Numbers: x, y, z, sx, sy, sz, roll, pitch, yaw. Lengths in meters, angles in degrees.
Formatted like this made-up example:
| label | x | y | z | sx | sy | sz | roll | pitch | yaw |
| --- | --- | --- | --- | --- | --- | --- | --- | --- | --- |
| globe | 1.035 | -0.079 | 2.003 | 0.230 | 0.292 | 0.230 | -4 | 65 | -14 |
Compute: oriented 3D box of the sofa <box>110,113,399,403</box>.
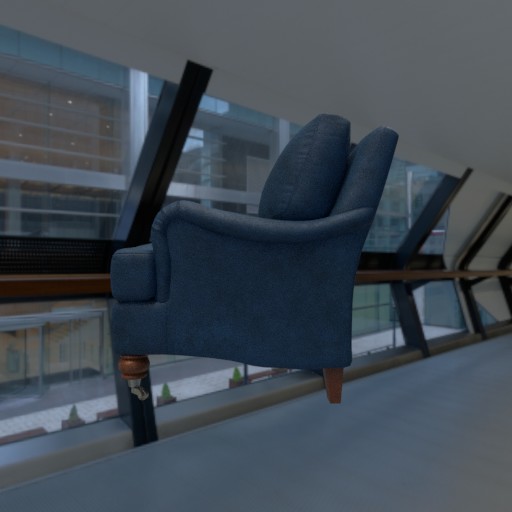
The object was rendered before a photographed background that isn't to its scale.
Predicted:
| label | x | y | z | sx | sy | sz | roll | pitch | yaw |
| --- | --- | --- | --- | --- | --- | --- | --- | --- | --- |
| sofa | 0.000 | 0.000 | 2.506 | 1.084 | 1.101 | 1.853 | 0 | 0 | 1 |
